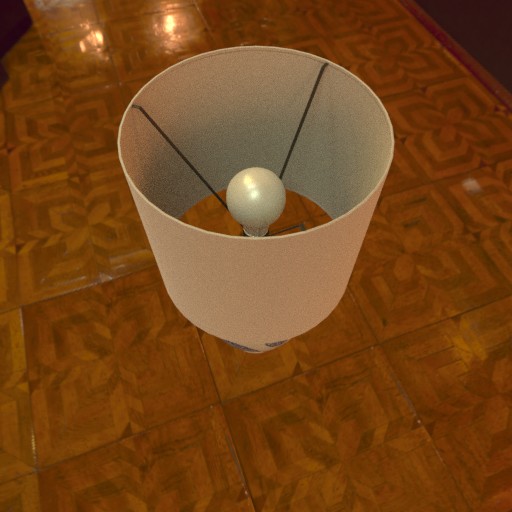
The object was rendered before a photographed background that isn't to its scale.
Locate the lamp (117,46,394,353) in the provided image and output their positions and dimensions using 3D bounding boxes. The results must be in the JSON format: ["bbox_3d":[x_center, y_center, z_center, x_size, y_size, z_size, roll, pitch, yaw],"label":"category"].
[{"bbox_3d":[0.000,0.000,0.509,0.215,0.381,0.215,-15,59,-10],"label":"lamp"}]
